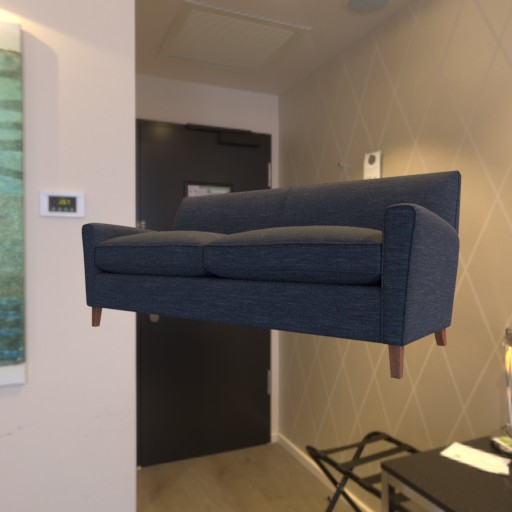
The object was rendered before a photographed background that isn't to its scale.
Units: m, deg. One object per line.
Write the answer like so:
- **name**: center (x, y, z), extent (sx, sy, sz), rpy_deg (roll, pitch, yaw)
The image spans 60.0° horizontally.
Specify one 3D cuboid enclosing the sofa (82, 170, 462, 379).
- **sofa**: center (0.000, 0.000, 2.422), extent (1.976, 0.846, 0.875), rpy_deg (1, 1, 36)
